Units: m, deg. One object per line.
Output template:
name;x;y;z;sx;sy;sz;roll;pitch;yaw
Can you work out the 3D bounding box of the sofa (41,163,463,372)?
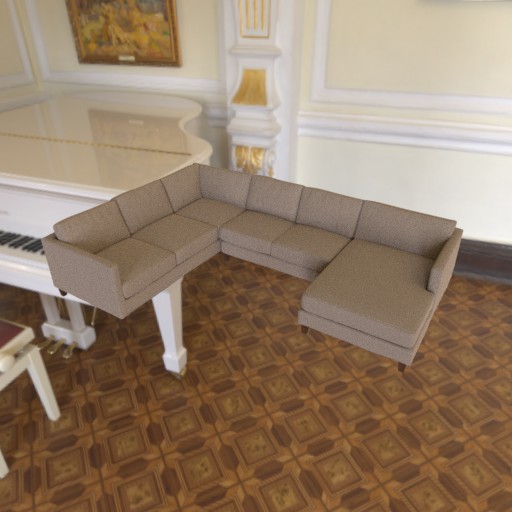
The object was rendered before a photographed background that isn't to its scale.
sofa;0.000;0.000;4.496;3.438;0.865;2.424;18;35;28
